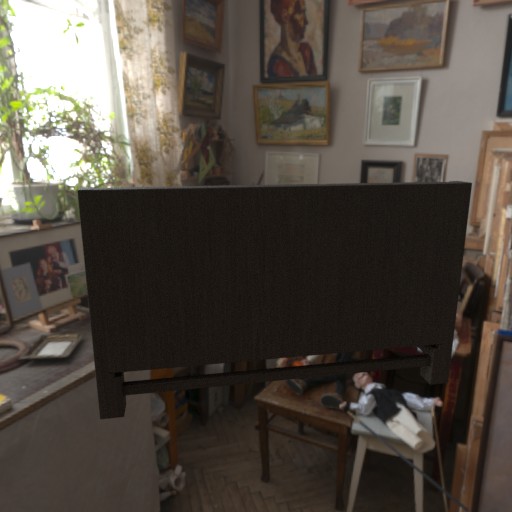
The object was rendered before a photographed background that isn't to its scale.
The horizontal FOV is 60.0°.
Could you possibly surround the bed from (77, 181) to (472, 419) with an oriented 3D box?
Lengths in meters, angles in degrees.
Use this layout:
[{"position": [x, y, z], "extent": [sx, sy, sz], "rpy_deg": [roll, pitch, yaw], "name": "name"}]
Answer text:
[{"position": [0.000, 0.000, 3.451], "extent": [2.134, 1.270, 2.012], "rpy_deg": [-3, 15, -10], "name": "bed"}]
